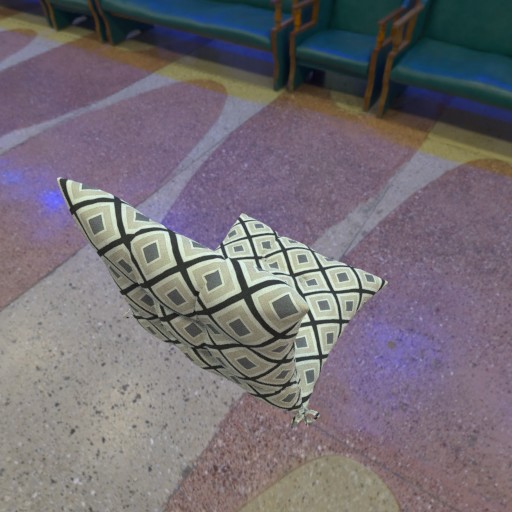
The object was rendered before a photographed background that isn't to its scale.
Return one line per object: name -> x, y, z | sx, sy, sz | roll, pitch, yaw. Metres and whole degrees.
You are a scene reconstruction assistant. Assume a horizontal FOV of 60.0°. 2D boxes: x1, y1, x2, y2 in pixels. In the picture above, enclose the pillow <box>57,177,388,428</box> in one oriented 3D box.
pillow -> 0.000, 0.000, 1.010 | 0.541, 0.536, 0.585 | 26, 52, 22
